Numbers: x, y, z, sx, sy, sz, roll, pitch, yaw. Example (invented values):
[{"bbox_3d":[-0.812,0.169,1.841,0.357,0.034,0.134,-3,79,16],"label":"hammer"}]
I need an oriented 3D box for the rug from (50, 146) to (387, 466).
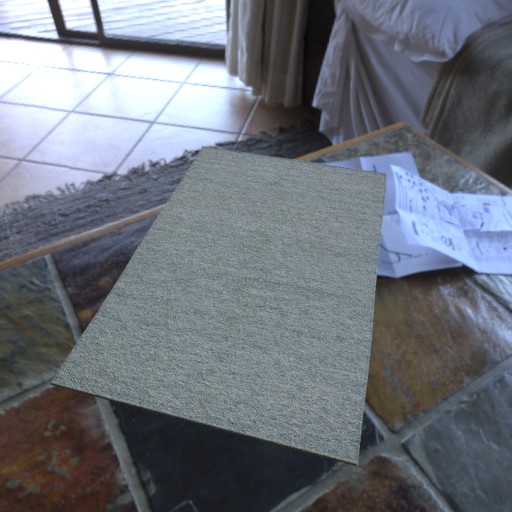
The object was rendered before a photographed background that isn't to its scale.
[{"bbox_3d":[0.000,0.000,2.869,1.547,0.013,2.283,11,47,10],"label":"rug"}]
